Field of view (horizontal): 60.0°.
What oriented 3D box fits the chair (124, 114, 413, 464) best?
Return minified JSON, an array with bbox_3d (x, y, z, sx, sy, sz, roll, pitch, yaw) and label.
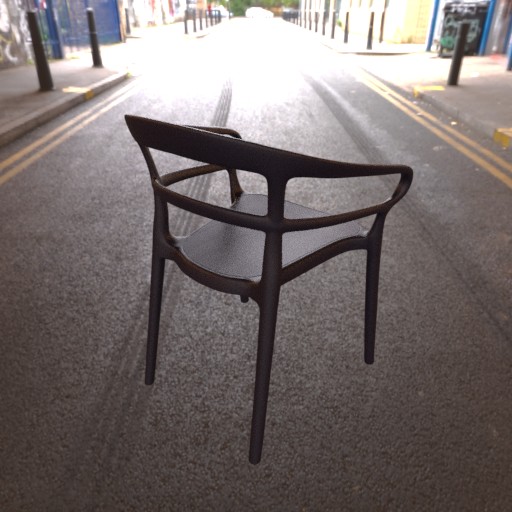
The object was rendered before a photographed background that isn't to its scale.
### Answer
[{"bbox_3d":[0.000,0.000,1.126,0.559,0.761,0.527,22,36,34],"label":"chair"}]
